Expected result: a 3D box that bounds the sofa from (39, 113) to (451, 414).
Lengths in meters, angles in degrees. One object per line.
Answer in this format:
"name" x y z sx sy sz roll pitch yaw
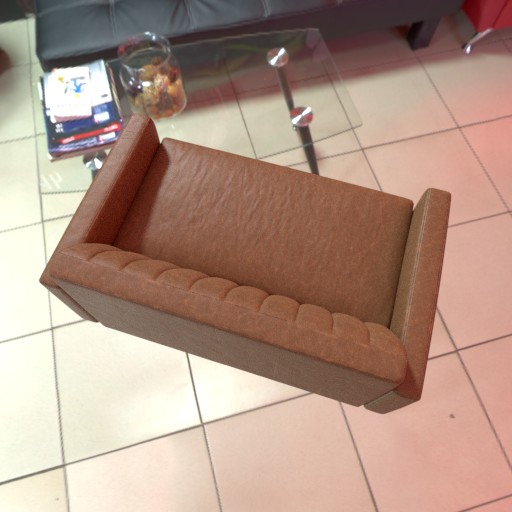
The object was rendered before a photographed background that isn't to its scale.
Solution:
"sofa" 0.000 0.000 2.066 1.549 0.820 0.960 16 66 7
